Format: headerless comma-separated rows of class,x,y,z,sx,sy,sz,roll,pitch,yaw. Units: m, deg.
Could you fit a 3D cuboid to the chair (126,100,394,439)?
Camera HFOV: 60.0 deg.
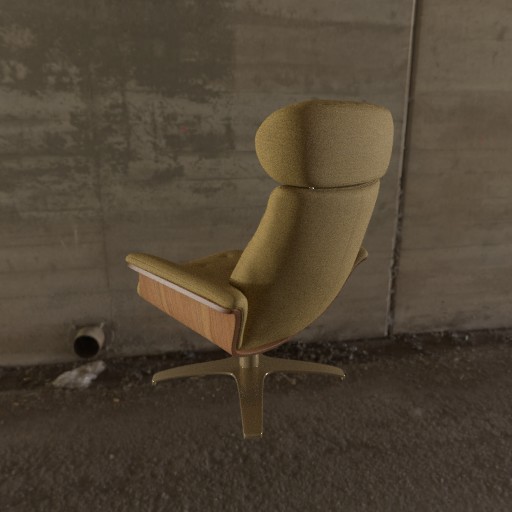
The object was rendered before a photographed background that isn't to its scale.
chair,0.000,0.000,1.552,0.837,0.995,0.785,14,21,41
